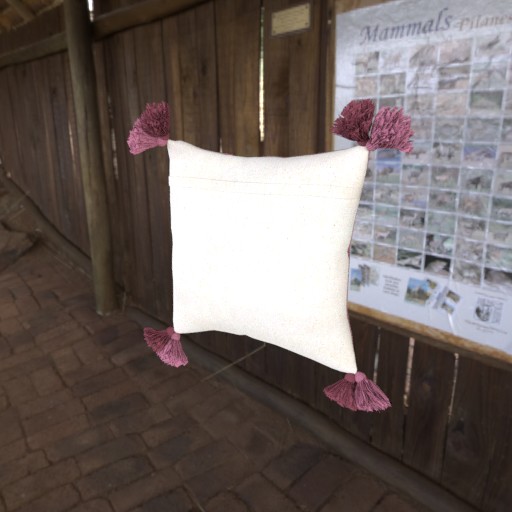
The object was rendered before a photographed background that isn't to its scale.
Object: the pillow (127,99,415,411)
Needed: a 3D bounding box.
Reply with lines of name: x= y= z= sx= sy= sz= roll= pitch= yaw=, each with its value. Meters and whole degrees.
pillow: x=0.000 y=0.000 z=0.982 sx=0.641 sy=0.659 sz=0.138 roll=9 pitch=19 yaw=27
